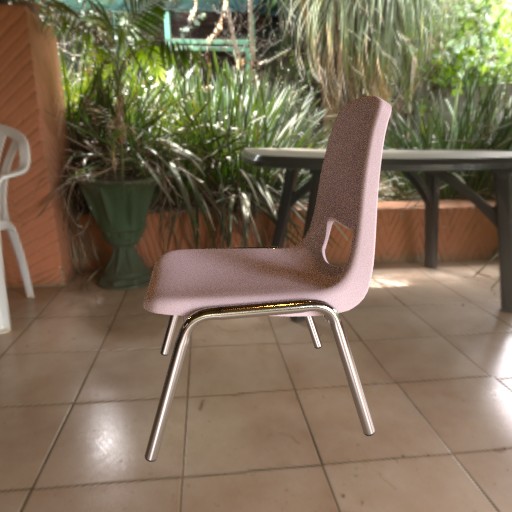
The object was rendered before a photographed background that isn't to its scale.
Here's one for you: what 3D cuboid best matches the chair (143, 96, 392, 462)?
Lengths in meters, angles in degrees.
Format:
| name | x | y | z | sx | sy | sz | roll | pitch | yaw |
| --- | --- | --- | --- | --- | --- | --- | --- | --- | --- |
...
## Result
| name | x | y | z | sx | sy | sz | roll | pitch | yaw |
| --- | --- | --- | --- | --- | --- | --- | --- | --- | --- |
| chair | 0.000 | 0.000 | 0.786 | 0.385 | 0.536 | 0.354 | -2 | 15 | -8 |
